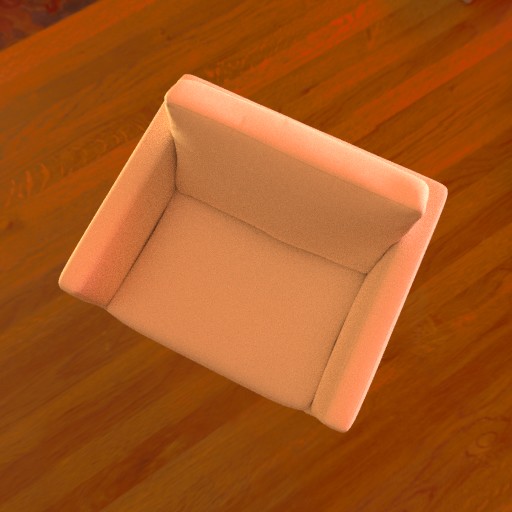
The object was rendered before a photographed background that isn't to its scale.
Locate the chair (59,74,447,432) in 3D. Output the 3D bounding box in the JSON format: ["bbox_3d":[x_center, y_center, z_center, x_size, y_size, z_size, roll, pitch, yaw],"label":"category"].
[{"bbox_3d":[0.000,0.000,1.648,1.019,0.885,0.878,25,78,6],"label":"chair"}]
